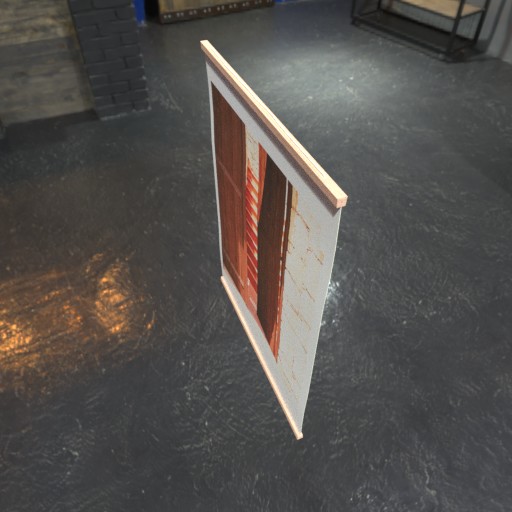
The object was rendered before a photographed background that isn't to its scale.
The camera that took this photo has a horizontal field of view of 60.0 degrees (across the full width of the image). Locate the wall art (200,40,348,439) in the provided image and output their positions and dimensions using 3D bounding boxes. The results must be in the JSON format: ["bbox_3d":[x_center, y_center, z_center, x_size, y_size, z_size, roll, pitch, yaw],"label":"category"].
[{"bbox_3d":[0.000,0.000,1.347,0.020,1.013,0.758,-17,48,-16],"label":"wall art"}]
